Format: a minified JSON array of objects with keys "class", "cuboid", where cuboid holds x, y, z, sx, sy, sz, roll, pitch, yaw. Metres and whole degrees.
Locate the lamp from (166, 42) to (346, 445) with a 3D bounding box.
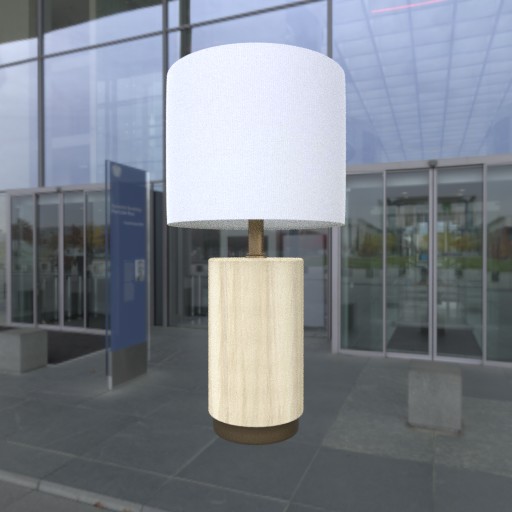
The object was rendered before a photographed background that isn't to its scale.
[{"class":"lamp","cuboid":[0.000,0.000,0.574,0.228,0.444,0.228,0,1,37]}]
